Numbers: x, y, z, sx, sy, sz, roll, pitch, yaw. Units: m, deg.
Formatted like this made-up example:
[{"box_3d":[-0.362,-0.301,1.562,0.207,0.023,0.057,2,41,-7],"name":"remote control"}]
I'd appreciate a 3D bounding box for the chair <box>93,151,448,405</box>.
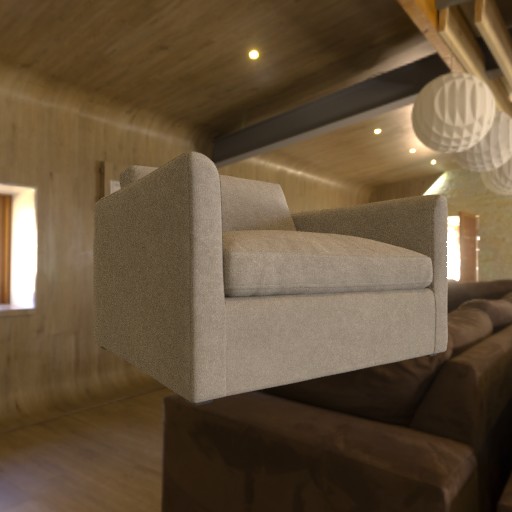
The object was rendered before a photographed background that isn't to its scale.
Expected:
[{"box_3d":[0.000,0.000,1.873,1.190,0.845,1.091,1,-2,-36],"name":"chair"}]
